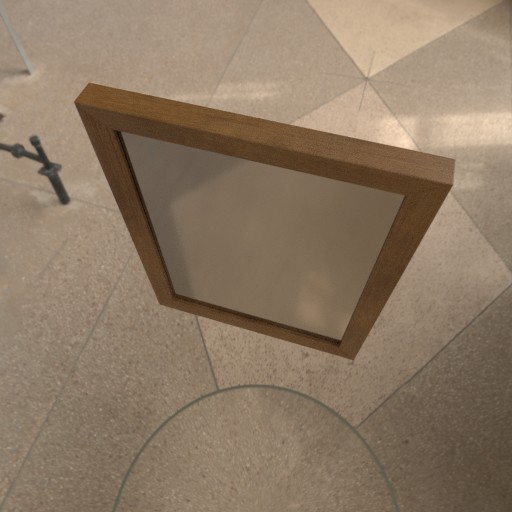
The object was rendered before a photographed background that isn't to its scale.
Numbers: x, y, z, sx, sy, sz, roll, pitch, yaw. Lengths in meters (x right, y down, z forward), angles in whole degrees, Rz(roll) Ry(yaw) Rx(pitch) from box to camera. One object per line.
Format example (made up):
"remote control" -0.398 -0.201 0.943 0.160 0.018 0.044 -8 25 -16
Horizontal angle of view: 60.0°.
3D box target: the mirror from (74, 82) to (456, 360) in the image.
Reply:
"mirror" 0.000 0.000 0.679 0.405 0.508 0.041 15 59 9
